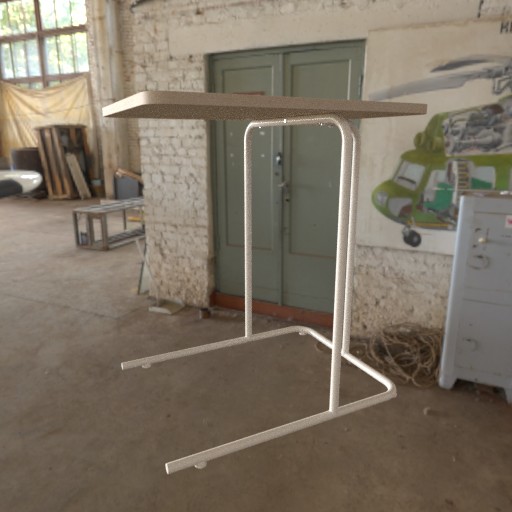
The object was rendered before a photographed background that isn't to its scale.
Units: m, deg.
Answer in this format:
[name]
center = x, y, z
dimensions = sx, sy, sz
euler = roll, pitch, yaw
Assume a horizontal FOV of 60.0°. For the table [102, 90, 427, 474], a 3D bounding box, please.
[table]
center = 0.000, 0.000, 0.859
dimensions = 0.480, 0.550, 0.370
euler = -7, 16, -26
